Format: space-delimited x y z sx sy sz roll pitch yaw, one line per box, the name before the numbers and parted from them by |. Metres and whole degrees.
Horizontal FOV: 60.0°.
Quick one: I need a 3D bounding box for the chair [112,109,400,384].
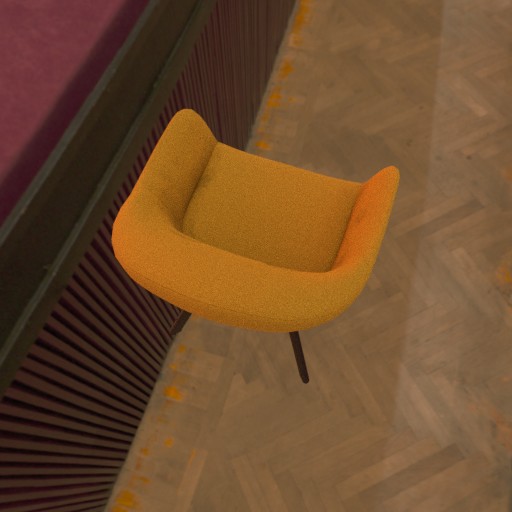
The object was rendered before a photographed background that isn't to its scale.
chair | 0.000 0.000 1.146 0.545 0.775 0.565 18 66 8
